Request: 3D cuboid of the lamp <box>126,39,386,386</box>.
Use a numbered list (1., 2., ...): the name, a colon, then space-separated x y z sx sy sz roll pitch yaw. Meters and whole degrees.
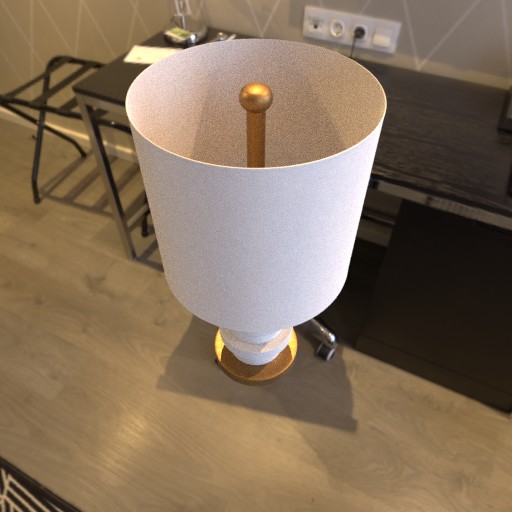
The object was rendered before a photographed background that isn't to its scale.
1. lamp: 0.000 0.000 0.511 0.210 0.410 0.210 -2 48 -2
